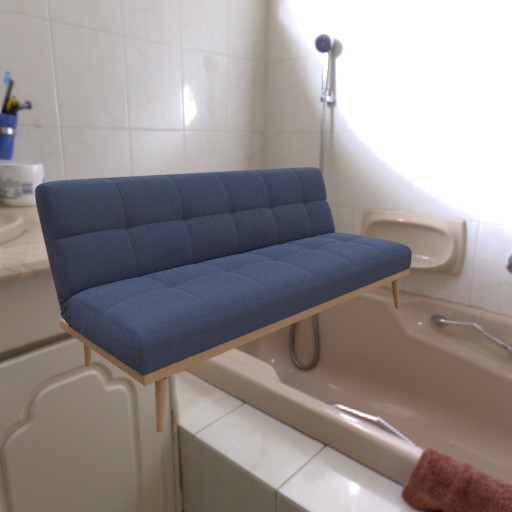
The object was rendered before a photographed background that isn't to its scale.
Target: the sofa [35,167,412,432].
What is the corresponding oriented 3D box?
[{"bbox_3d":[0.000,0.000,2.214,1.800,0.800,0.796,-14,19,-43],"label":"sofa"}]
